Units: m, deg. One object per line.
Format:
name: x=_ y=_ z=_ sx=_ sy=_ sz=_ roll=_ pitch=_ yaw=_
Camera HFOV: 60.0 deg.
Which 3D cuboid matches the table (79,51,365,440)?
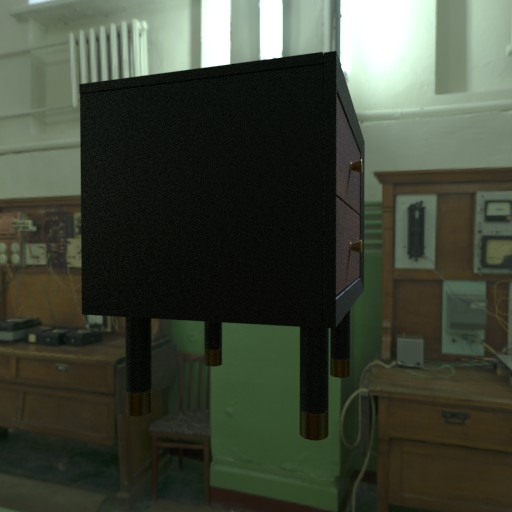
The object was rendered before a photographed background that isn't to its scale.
table: x=0.000 y=0.000 z=0.949 sx=0.441 sy=0.584 sz=0.564 roll=0 pitch=1 yaw=18
